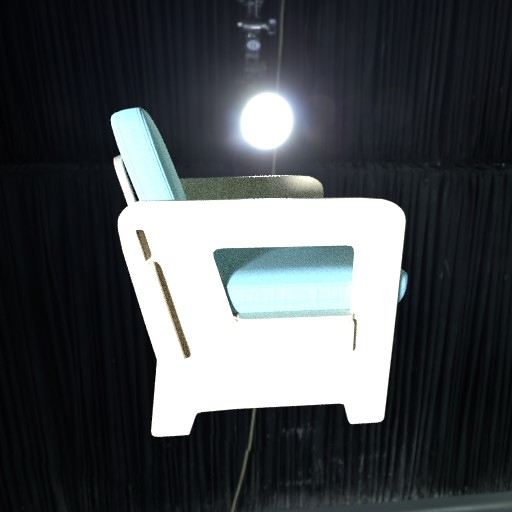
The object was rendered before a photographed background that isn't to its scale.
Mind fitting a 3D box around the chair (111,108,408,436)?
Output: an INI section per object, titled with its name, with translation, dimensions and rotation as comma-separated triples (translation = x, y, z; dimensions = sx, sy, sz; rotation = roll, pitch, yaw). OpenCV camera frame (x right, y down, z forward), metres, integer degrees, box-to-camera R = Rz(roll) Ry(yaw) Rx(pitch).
[chair]
translation = 0.000, 0.000, 1.280
dimensions = 0.710, 0.800, 0.590
rotation = -3, 16, -11
